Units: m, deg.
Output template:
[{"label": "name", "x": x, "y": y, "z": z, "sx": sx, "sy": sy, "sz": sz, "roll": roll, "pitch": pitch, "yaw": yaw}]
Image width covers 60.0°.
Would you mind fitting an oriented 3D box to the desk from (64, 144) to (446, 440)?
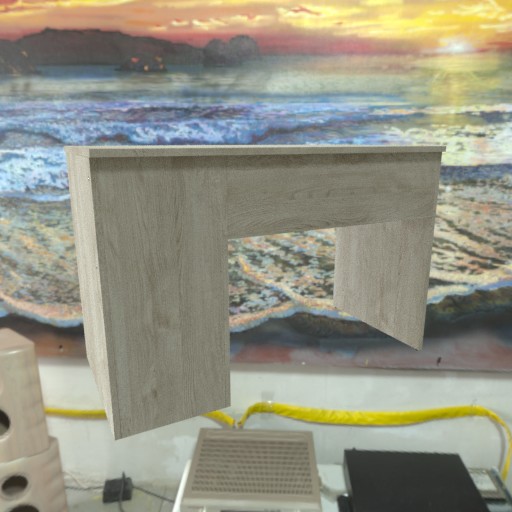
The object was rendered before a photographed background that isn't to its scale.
[{"label": "desk", "x": 0.000, "y": 0.000, "z": 1.515, "sx": 1.096, "sy": 0.730, "sz": 0.560, "roll": -8, "pitch": 16, "yaw": -27}]
